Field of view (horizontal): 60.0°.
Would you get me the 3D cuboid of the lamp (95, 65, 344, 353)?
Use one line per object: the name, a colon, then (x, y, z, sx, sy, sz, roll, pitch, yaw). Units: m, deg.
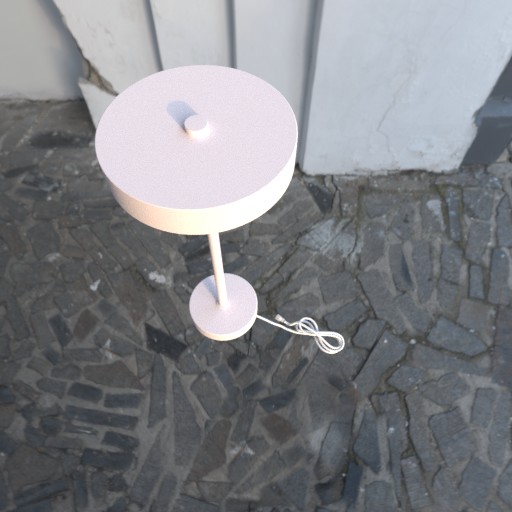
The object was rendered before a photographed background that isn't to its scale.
lamp: (0.000, 0.000, 0.702, 0.369, 0.508, 0.229, 16, 60, 9)
